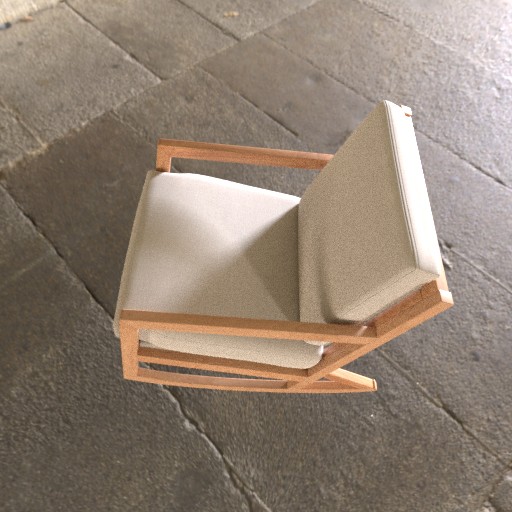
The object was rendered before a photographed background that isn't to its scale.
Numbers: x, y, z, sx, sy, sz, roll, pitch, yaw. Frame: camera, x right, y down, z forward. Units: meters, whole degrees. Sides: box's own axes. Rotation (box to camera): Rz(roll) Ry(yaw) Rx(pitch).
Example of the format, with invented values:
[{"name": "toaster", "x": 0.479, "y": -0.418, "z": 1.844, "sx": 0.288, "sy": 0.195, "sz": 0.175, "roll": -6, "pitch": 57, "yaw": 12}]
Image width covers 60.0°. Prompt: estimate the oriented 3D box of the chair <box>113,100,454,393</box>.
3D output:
[{"name": "chair", "x": 0.000, "y": 0.000, "z": 1.380, "sx": 0.857, "sy": 0.790, "sz": 0.622, "roll": 2, "pitch": 58, "yaw": 1}]
